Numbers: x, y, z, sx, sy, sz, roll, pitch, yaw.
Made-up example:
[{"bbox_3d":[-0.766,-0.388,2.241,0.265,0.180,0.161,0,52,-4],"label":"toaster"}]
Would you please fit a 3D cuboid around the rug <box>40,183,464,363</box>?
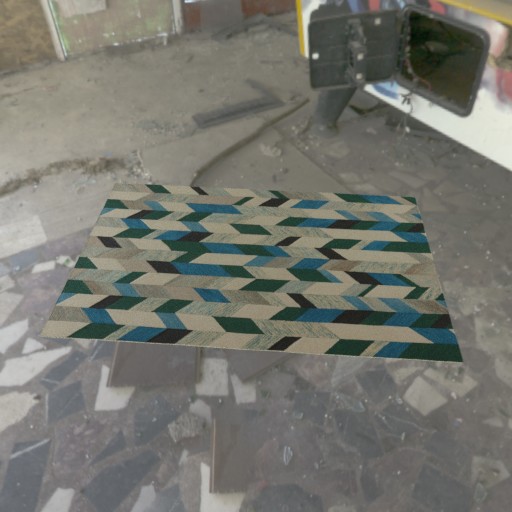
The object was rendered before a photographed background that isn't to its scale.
[{"bbox_3d":[0.000,0.000,3.053,2.433,0.007,1.507,3,45,3],"label":"rug"}]
